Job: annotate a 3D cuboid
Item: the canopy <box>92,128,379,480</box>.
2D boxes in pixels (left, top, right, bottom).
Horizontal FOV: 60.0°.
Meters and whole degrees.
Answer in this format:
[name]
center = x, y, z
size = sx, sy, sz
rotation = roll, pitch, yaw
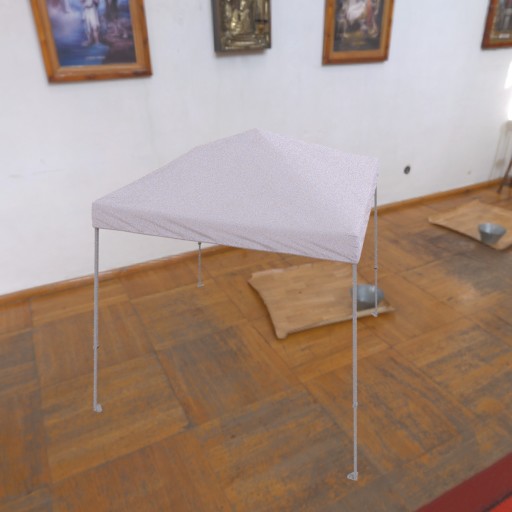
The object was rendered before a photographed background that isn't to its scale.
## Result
[canopy]
center = 0.000, 0.000, 5.046
size = 2.850, 2.850, 2.849
rotation = 8, 28, 15
